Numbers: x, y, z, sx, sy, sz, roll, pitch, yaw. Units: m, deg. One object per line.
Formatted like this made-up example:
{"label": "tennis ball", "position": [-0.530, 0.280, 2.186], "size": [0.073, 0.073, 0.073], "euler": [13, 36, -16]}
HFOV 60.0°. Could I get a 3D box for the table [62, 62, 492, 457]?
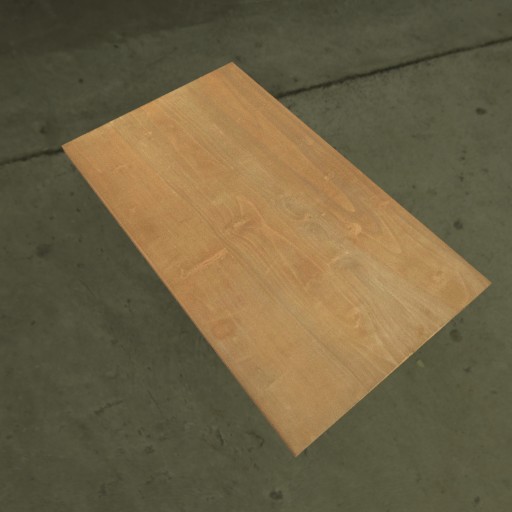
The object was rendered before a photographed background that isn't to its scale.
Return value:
{"label": "table", "position": [0.000, 0.000, 2.140], "size": [0.946, 0.780, 1.609], "euler": [-34, 65, -18]}
